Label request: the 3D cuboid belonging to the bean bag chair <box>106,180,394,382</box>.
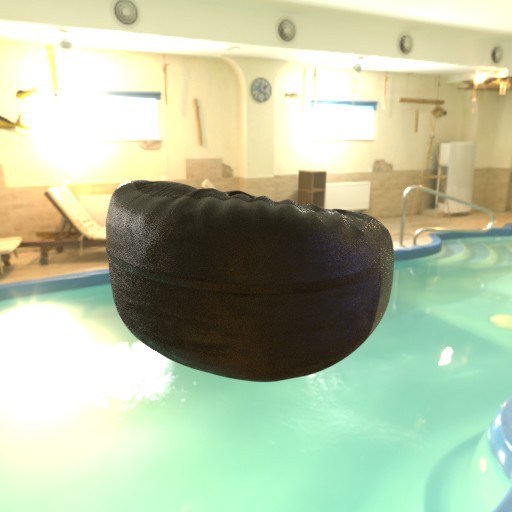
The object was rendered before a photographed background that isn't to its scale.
[{"bbox_3d":[0.000,0.000,2.484,1.524,0.878,1.524,15,21,43],"label":"bean bag chair"}]
